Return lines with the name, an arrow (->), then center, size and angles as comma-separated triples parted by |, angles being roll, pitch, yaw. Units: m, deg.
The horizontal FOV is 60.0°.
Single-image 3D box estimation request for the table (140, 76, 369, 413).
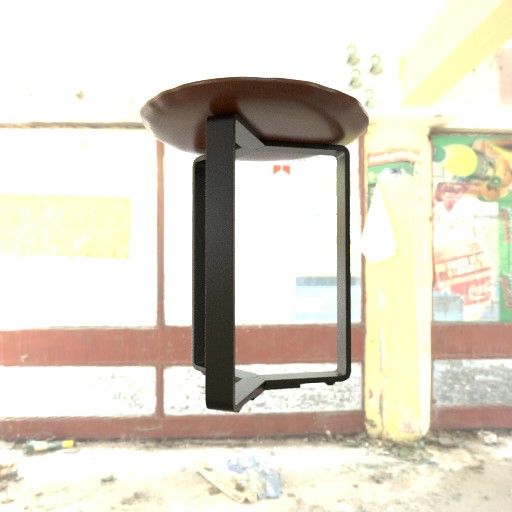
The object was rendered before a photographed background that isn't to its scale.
table -> 0.000, 0.000, 0.764 | 0.380, 0.450, 0.410 | 0, -1, 18
